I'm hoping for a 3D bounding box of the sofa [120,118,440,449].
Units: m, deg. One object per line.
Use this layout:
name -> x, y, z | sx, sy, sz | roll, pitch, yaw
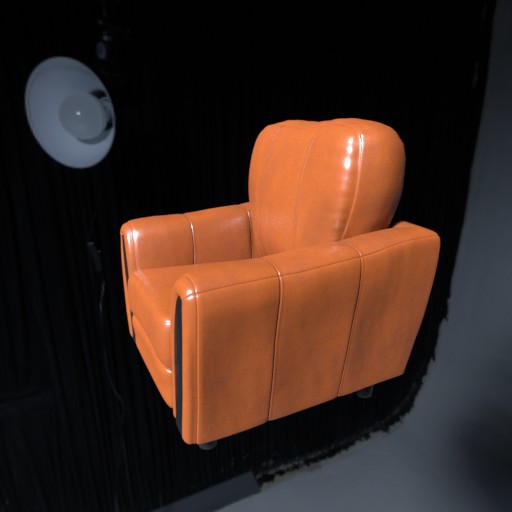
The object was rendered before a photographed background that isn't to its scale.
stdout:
sofa -> 0.000, 0.000, 1.479 | 0.789, 0.876, 0.836 | -8, 18, -25
